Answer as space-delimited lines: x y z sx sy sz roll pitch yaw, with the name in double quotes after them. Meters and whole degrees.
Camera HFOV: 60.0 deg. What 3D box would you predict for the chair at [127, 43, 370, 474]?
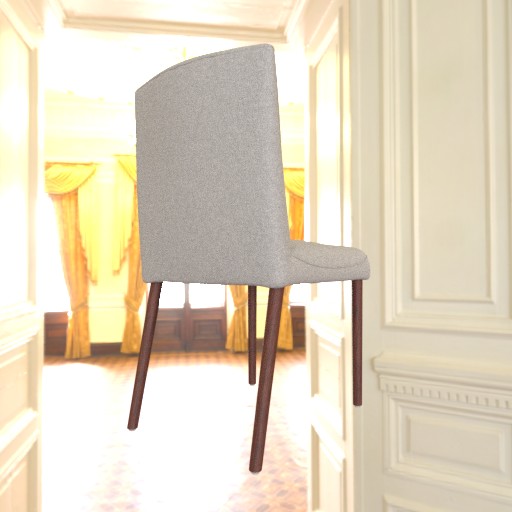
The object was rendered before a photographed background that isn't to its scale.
0.000 0.000 1.195 0.456 0.859 0.570 -1 -1 36 "chair"
